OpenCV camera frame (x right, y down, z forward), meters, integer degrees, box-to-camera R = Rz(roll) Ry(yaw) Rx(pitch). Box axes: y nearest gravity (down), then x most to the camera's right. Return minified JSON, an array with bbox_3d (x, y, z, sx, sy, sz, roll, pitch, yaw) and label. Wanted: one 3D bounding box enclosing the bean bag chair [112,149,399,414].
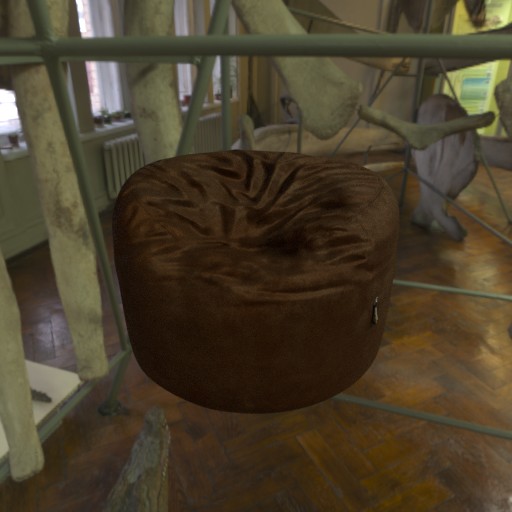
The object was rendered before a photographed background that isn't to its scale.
[{"bbox_3d":[0.000,0.000,1.519,0.918,0.616,0.918,0,25,0],"label":"bean bag chair"}]
